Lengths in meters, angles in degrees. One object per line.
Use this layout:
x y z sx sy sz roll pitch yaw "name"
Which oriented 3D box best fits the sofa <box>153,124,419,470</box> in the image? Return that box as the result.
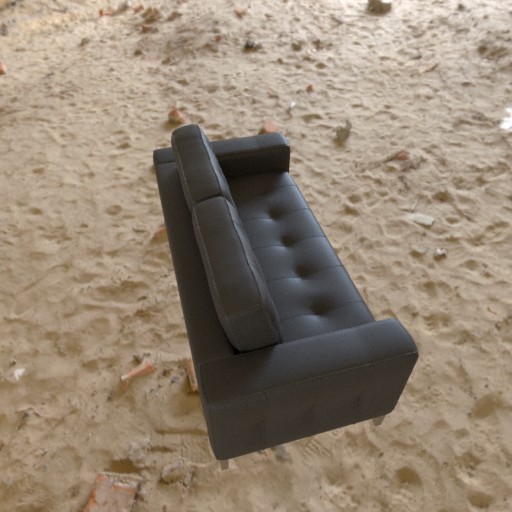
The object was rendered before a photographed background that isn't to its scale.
0.000 0.000 2.276 0.833 0.893 1.726 -11 46 -11 "sofa"
